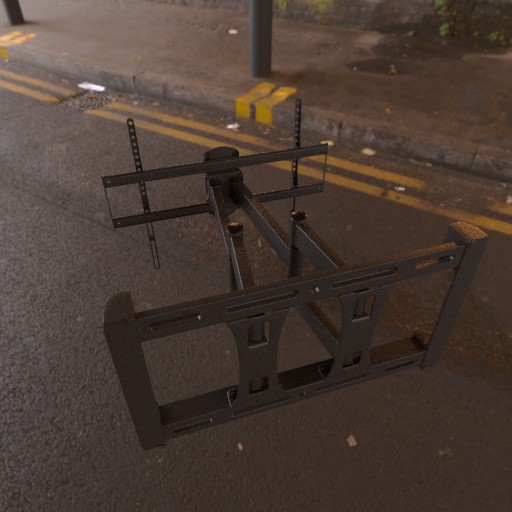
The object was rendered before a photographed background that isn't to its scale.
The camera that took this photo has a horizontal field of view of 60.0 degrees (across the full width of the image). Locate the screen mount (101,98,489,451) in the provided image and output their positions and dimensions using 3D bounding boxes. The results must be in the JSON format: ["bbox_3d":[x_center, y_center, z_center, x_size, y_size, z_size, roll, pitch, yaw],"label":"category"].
[{"bbox_3d":[0.000,0.000,1.062,0.661,0.491,0.644,-12,41,-14],"label":"screen mount"}]
